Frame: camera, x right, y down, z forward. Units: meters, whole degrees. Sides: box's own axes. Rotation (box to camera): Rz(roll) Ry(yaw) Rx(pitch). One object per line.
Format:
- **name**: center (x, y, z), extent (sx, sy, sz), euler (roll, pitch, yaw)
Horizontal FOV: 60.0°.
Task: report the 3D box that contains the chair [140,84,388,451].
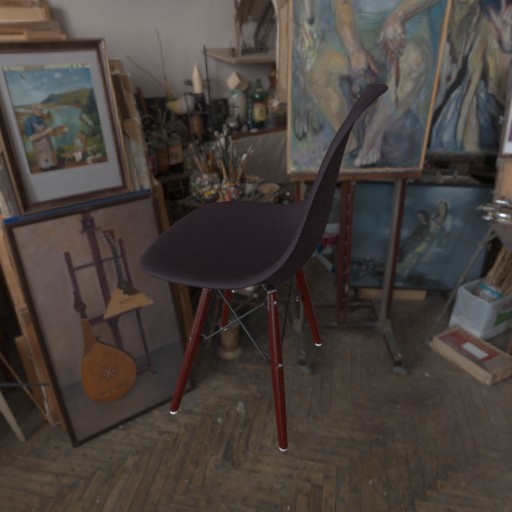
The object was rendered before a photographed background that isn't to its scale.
- **chair**: center (0.000, 0.000, 1.122), extent (0.533, 0.826, 0.470), euler (8, 30, 15)
